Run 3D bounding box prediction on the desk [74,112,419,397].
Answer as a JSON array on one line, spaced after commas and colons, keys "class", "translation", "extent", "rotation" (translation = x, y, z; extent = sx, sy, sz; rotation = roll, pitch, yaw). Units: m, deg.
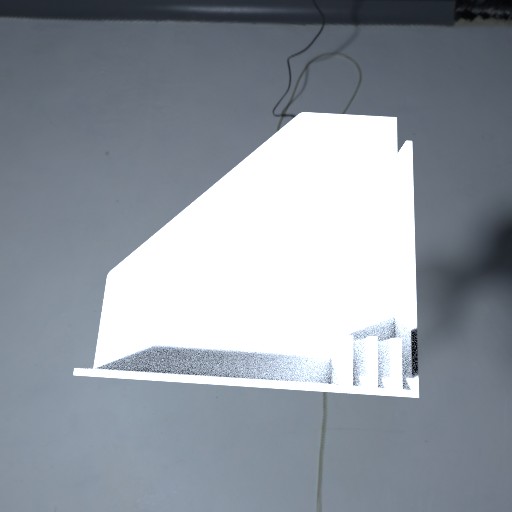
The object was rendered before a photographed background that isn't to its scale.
[{"class": "desk", "translation": [0.000, 0.000, 1.717], "extent": [0.940, 0.986, 0.940], "rotation": [3, 76, 1]}]
